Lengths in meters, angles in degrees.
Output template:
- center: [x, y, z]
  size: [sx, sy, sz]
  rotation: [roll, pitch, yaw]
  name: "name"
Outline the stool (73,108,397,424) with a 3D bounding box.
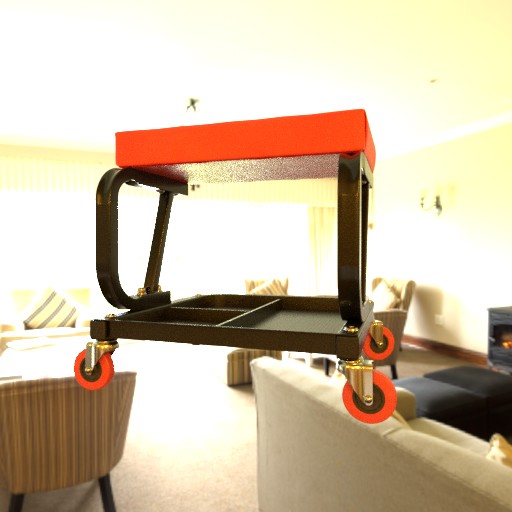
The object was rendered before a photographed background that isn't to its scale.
- center: [0.000, 0.000, 0.728]
  size: [0.446, 0.380, 0.371]
  rotation: [0, 1, 18]
  name: "stool"
